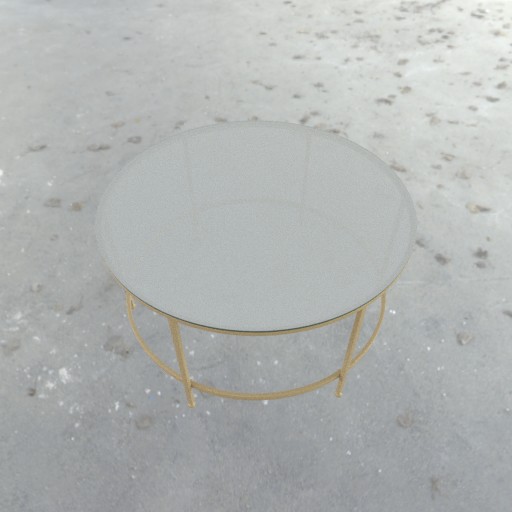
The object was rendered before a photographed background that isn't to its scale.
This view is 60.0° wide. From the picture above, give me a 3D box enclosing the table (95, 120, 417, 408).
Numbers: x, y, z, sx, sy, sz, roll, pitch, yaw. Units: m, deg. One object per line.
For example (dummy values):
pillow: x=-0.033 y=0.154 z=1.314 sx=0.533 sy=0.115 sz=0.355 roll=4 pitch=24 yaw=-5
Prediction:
table: x=0.000 y=0.000 z=1.458 sx=0.914 sy=0.470 sz=0.914 roll=0 pitch=46 yaw=0
